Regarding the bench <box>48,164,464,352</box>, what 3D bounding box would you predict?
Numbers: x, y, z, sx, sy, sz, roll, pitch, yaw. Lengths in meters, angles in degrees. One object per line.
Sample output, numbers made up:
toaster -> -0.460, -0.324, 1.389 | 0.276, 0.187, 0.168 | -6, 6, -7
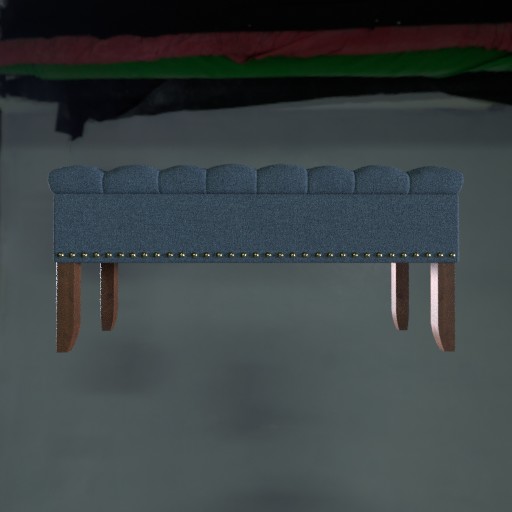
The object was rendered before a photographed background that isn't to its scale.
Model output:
bench -> 0.000, 0.000, 1.314 | 1.052, 0.492, 0.417 | 0, -1, -1
